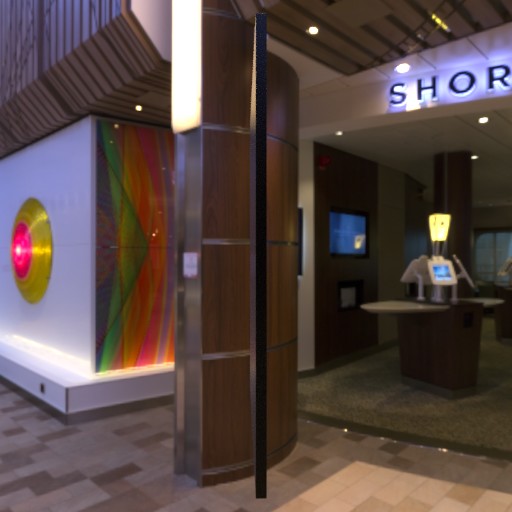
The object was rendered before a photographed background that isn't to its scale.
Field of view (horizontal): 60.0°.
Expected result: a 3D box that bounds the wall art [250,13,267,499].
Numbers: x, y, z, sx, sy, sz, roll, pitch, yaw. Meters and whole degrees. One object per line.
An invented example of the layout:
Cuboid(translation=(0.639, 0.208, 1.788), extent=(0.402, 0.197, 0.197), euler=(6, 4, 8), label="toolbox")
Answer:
Cuboid(translation=(0.000, 0.000, 0.753), extent=(0.013, 0.582, 0.442), euler=(0, 0, -2), label="wall art")
